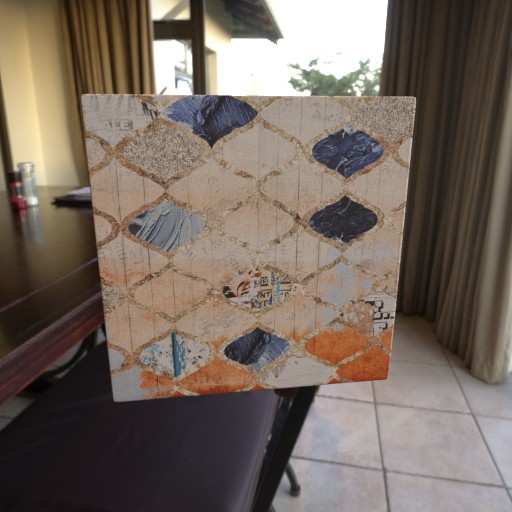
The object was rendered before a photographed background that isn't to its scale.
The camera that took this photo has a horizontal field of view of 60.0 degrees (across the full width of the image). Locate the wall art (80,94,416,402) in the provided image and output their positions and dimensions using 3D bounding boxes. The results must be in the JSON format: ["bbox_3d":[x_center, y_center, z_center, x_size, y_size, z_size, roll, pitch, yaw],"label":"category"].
[{"bbox_3d":[0.000,0.000,1.342,0.912,0.914,0.039,-2,17,-8],"label":"wall art"}]
